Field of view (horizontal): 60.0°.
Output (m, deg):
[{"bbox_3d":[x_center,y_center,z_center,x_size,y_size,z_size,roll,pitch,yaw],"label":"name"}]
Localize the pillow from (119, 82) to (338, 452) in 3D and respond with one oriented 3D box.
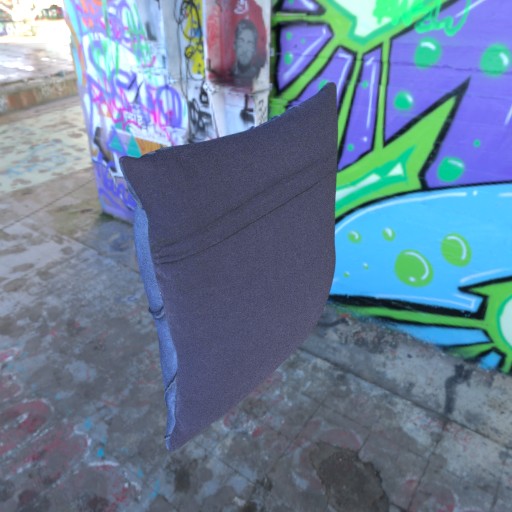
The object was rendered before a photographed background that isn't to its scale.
[{"bbox_3d":[0.000,0.000,0.669,0.183,0.440,0.439,20,37,30],"label":"pillow"}]
